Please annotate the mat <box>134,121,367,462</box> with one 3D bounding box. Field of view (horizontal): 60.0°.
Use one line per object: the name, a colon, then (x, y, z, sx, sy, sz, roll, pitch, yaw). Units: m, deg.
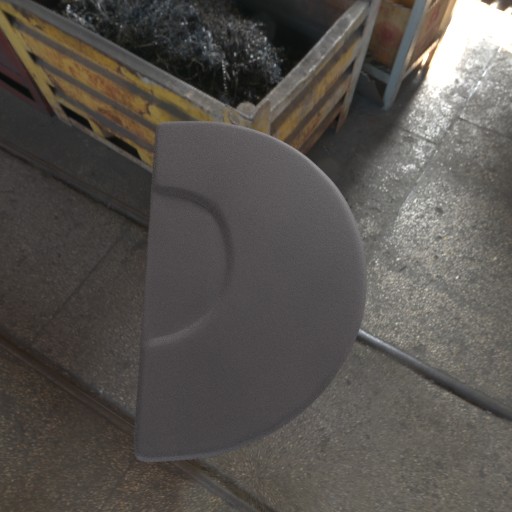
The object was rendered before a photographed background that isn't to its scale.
mat: (0.000, 0.000, 1.851, 0.917, 0.022, 1.525, -2, 64, -1)
